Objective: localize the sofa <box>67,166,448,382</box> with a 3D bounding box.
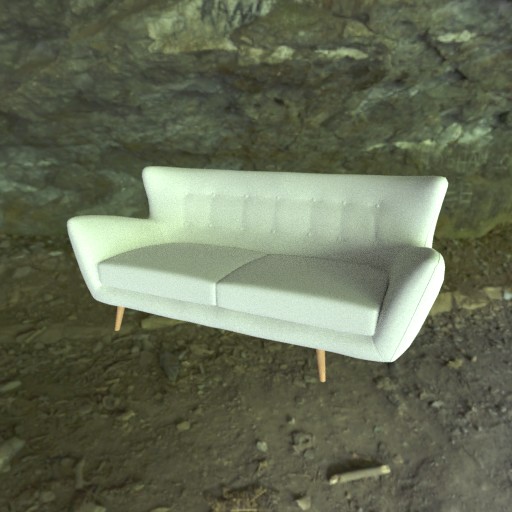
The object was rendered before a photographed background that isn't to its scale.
[{"bbox_3d":[0.000,0.000,2.417,1.930,0.890,0.899,7,17,26],"label":"sofa"}]
